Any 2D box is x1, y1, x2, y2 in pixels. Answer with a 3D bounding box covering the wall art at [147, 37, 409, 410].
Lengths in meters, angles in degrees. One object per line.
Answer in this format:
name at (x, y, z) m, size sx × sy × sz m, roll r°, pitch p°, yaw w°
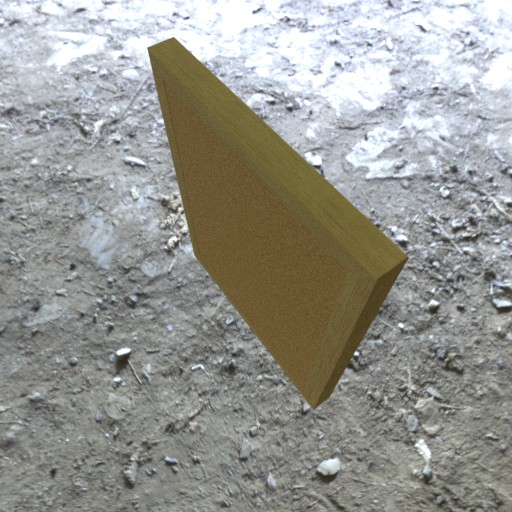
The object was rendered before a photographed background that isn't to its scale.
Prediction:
wall art at (0.000, 0.000, 0.524) m, size 0.030 × 0.380 × 0.312 m, roll -32°, pitch 64°, yaw -18°
